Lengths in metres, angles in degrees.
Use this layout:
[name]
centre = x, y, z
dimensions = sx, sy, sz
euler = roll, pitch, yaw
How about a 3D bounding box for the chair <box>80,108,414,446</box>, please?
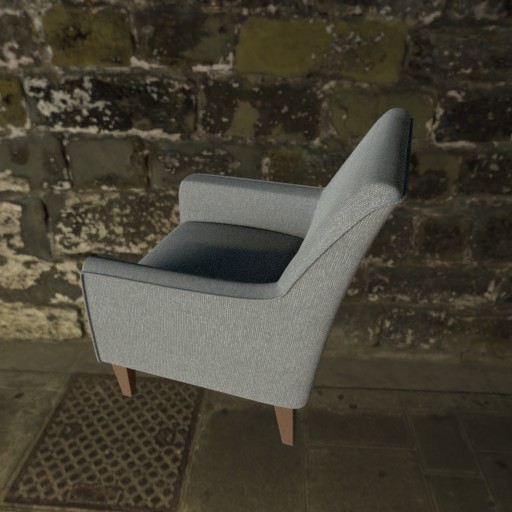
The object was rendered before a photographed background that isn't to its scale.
[chair]
centre = 0.000, 0.000, 1.557
dimensions = 0.899, 0.919, 0.780
euler = 9, 32, 15
